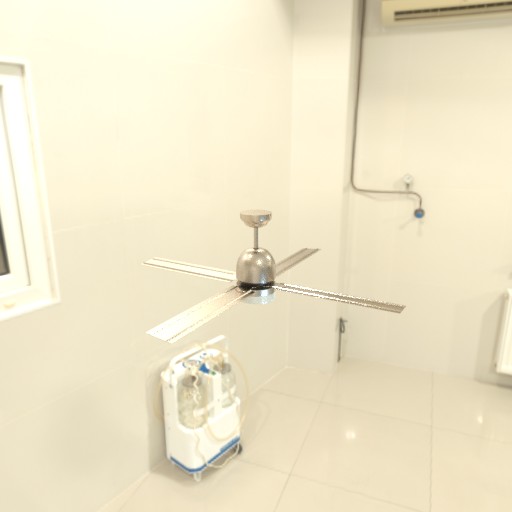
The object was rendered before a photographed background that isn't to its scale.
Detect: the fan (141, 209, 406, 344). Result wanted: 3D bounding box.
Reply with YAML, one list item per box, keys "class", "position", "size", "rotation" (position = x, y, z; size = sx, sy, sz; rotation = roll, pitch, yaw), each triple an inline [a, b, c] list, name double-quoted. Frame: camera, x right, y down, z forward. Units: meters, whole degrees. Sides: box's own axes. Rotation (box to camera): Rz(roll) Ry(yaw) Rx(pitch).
- class: "fan"
  position: [0.000, 0.000, 2.040]
  size: [1.346, 0.406, 1.346]
  rotation: [9, 18, 27]
